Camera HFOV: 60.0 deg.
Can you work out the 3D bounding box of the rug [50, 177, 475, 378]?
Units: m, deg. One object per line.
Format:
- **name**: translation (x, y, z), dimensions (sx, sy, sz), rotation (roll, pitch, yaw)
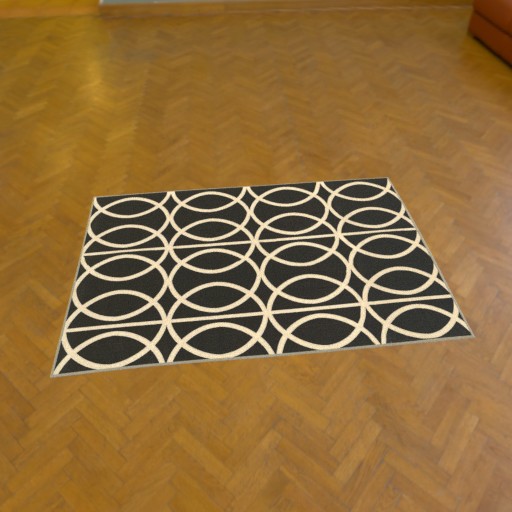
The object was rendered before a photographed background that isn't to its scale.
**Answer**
- **rug**: translation (0.000, 0.000, 2.892), dimensions (2.294, 0.014, 1.528), rotation (-4, 45, -4)
